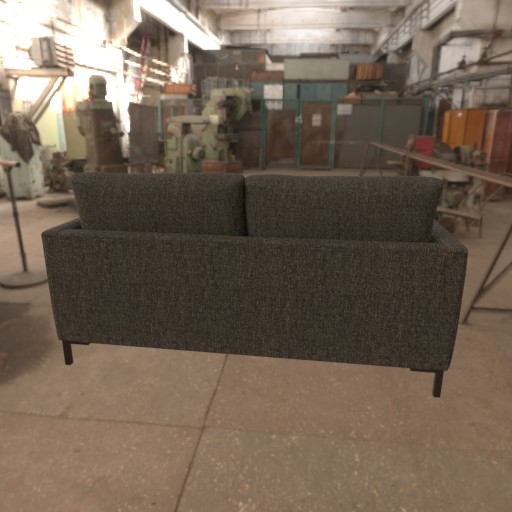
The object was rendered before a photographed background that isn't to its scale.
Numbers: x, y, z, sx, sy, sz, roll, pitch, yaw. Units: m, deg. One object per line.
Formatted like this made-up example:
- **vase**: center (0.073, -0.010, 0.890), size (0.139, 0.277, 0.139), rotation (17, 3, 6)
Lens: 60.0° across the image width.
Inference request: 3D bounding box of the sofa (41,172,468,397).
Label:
- **sofa**: center (0.000, 0.000, 2.173), size (1.716, 0.862, 0.866), rotation (3, 17, 8)
